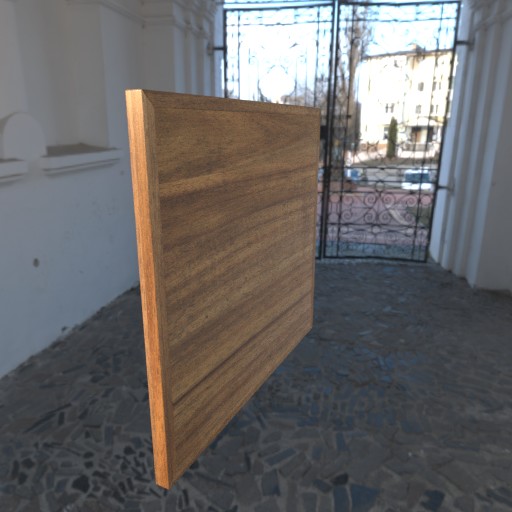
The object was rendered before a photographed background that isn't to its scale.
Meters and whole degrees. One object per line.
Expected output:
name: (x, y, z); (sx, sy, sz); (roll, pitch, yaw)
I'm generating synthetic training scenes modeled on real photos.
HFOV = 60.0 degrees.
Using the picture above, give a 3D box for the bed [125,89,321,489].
bed: (0.000, 0.000, 1.428); (0.043, 0.940, 1.041); (8, 18, 26)
